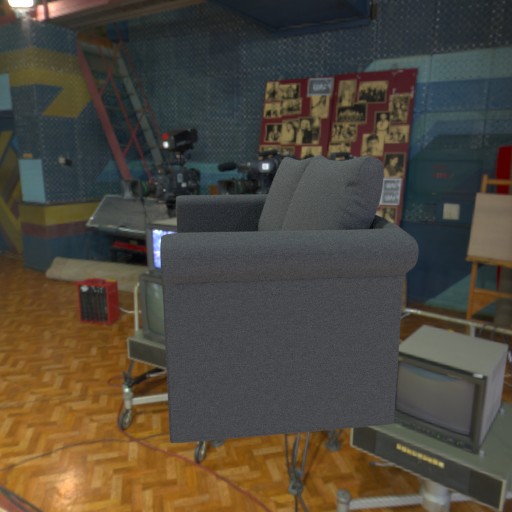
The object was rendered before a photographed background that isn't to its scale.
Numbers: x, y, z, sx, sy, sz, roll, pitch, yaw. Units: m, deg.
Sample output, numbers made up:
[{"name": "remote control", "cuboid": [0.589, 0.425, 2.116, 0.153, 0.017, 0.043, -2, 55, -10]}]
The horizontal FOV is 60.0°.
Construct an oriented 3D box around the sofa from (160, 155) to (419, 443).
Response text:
[{"name": "sofa", "cuboid": [0.000, 0.000, 1.966, 0.741, 0.872, 1.460, -2, 13, -8]}]
